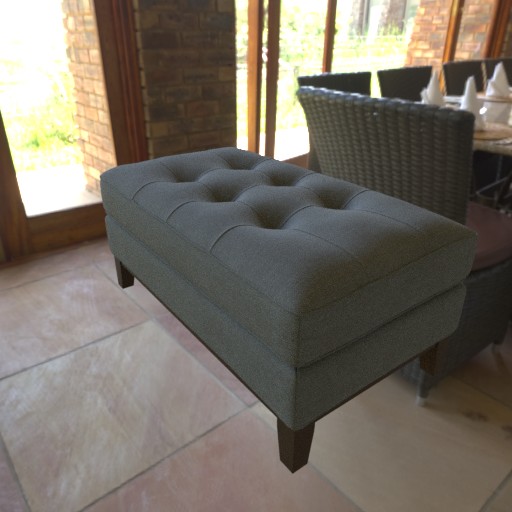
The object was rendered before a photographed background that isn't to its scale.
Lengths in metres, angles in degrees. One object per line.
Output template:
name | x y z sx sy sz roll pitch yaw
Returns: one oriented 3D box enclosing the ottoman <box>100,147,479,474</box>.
ottoman | 0.000 0.000 1.464 0.648 0.514 1.143 -18 32 -32
